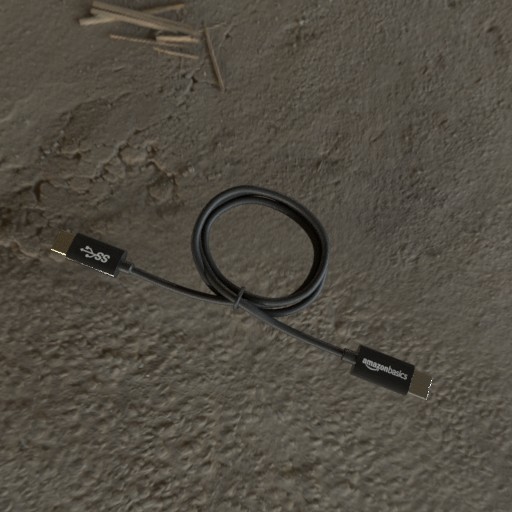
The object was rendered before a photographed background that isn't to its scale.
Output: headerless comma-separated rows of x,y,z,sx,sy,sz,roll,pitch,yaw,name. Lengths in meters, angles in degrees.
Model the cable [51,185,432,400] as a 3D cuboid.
0.000,0.000,0.209,0.186,0.014,0.070,21,76,5,cable
